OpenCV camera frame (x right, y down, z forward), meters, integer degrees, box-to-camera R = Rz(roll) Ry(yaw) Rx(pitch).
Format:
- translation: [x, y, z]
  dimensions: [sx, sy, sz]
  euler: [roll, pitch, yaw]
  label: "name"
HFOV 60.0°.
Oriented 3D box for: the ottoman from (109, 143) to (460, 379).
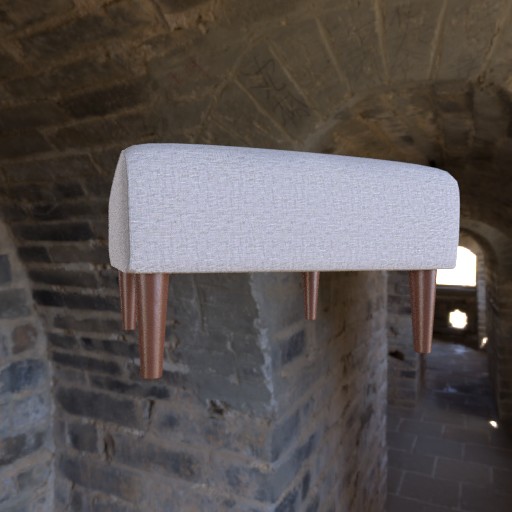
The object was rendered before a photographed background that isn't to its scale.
- translation: [0.000, 0.000, 1.063]
  dimensions: [0.655, 0.399, 0.648]
  euler: [0, 0, -20]
  label: "ottoman"
